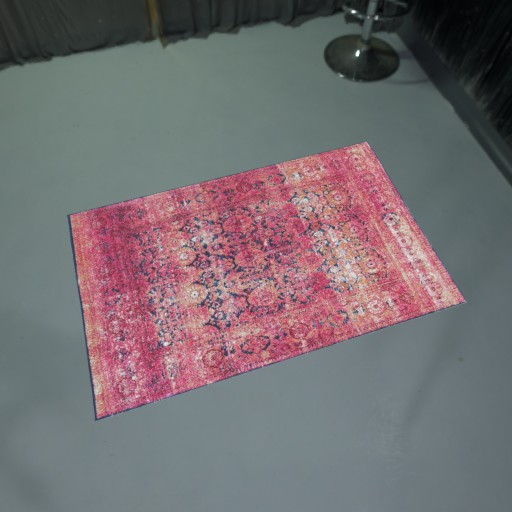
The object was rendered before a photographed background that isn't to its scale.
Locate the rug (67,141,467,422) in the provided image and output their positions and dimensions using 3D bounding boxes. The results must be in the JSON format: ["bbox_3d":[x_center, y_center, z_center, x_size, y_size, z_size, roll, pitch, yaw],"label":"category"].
[{"bbox_3d":[0.000,0.000,3.104,2.449,0.018,1.539,-16,60,-9],"label":"rug"}]
